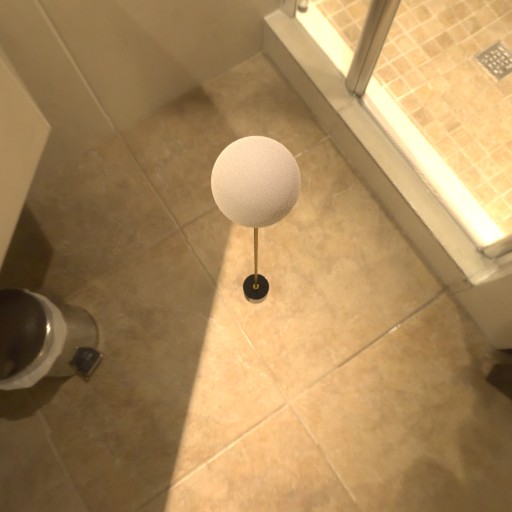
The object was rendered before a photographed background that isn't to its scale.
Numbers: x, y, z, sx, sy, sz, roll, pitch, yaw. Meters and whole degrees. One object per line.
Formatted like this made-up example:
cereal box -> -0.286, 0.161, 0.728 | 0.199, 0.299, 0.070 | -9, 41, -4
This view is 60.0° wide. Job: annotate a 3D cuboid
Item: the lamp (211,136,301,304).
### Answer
lamp -> 0.000, 0.000, 1.863 | 0.229, 1.748, 0.229 | 19, 76, 5
